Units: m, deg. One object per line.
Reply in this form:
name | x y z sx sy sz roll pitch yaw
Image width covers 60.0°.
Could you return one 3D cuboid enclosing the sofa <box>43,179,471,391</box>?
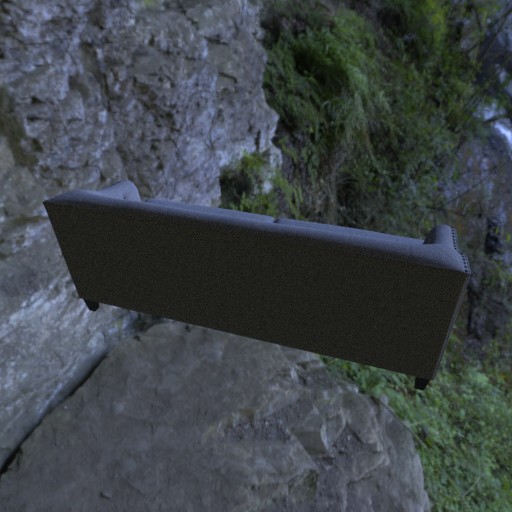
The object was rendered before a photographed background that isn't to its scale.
sofa | 0.000 0.000 2.751 2.235 0.901 0.914 10 33 16
